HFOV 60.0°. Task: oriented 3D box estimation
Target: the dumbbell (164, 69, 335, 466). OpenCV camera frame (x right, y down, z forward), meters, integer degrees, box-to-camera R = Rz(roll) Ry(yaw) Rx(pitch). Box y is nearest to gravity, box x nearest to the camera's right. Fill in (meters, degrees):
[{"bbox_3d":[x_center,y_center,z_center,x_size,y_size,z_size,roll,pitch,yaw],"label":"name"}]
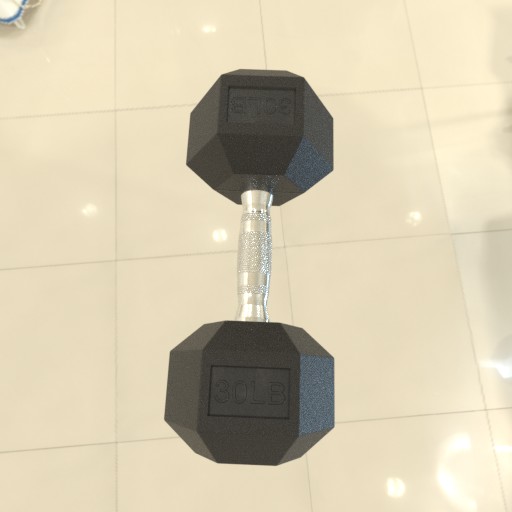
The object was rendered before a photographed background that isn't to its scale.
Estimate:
[{"bbox_3d":[0.000,0.000,0.404,0.142,0.123,0.337,2,76,1],"label":"dumbbell"}]
